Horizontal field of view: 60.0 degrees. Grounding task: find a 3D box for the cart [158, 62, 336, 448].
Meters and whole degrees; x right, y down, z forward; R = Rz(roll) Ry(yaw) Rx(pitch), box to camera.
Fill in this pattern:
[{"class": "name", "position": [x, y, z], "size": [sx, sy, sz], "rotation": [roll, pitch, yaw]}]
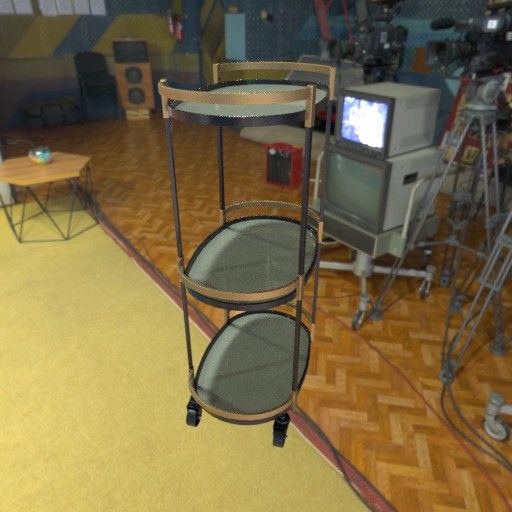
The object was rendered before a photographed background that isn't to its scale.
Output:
[{"class": "cart", "position": [0.000, 0.000, 1.151], "size": [0.311, 0.885, 0.515], "rotation": [8, 30, 14]}]
